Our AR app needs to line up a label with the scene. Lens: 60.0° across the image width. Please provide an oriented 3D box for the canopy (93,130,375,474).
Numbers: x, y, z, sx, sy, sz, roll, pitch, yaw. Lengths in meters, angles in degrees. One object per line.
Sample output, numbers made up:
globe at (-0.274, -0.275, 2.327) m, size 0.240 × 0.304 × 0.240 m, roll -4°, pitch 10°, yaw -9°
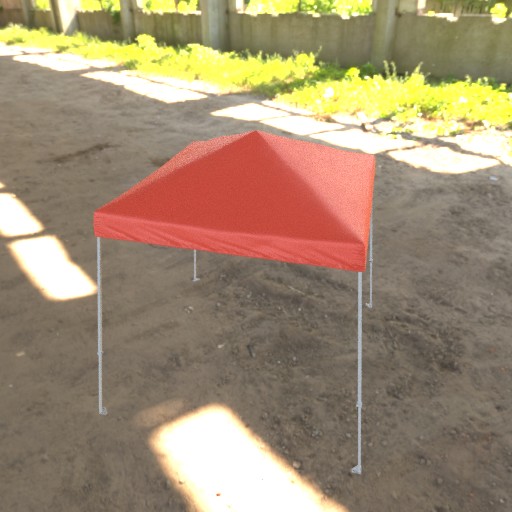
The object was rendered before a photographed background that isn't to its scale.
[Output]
canopy at (0.000, 0.000, 5.073) m, size 2.849 × 2.850 × 2.850 m, roll 8°, pitch 31°, yaw 13°
